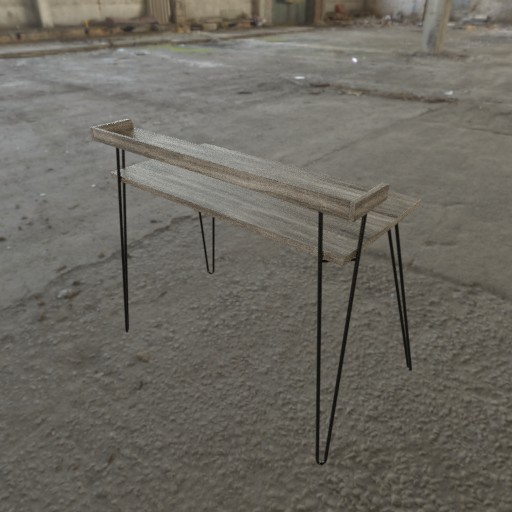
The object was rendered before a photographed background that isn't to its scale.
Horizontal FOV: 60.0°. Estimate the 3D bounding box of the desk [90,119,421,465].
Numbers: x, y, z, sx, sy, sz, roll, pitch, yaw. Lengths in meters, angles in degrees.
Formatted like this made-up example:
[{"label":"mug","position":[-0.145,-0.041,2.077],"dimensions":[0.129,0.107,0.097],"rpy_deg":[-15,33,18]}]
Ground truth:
[{"label":"desk","position":[0.000,0.000,1.657],"dimensions":[1.135,0.899,0.605],"rpy_deg":[23,37,34]}]
